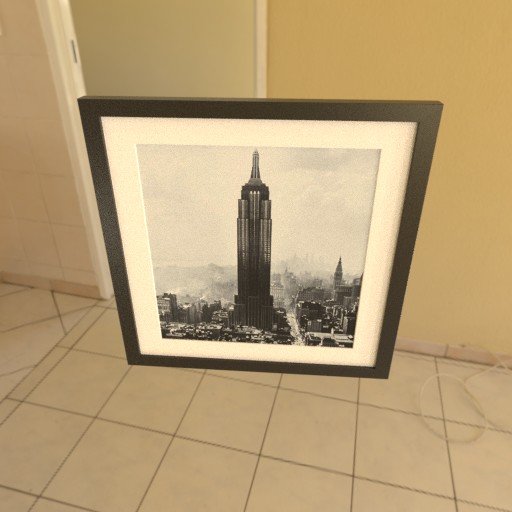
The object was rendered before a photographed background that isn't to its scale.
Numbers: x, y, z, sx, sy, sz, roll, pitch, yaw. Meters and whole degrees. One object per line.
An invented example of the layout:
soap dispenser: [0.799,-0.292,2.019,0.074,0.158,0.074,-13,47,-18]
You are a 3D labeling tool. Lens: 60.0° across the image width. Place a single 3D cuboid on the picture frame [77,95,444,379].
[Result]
picture frame: [0.000,0.000,0.824,0.559,0.557,0.029,2,30,4]
